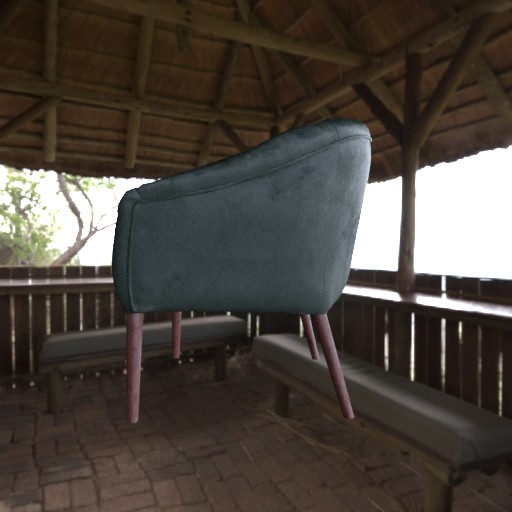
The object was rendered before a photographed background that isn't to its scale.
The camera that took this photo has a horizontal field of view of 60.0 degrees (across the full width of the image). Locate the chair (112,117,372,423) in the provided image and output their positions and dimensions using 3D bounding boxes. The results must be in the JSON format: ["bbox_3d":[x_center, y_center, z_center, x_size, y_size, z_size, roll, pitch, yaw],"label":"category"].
[{"bbox_3d":[0.000,0.000,1.543,0.776,0.885,0.851,0,1,-1],"label":"chair"}]
